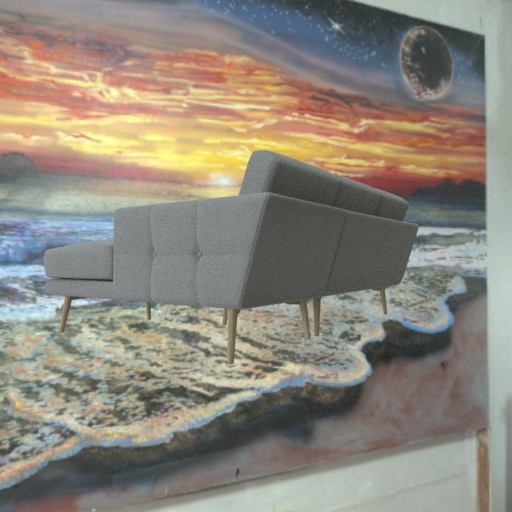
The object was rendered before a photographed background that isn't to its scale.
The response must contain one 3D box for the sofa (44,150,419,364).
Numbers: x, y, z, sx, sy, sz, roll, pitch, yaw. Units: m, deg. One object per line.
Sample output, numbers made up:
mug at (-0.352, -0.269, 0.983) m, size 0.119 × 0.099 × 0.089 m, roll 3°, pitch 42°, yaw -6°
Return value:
sofa at (0.000, 0.000, 2.873) m, size 1.530 × 0.860 × 2.040 m, roll 0°, pitch 0°, yaw 35°
